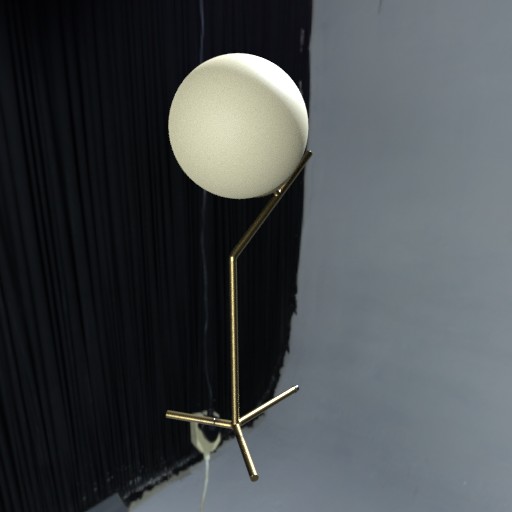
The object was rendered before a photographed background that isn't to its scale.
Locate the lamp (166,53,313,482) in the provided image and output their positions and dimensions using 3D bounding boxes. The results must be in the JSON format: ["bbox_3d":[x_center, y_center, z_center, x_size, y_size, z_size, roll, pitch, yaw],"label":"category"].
[{"bbox_3d":[0.000,0.000,0.667,0.251,0.552,0.210,-14,21,-43],"label":"lamp"}]
